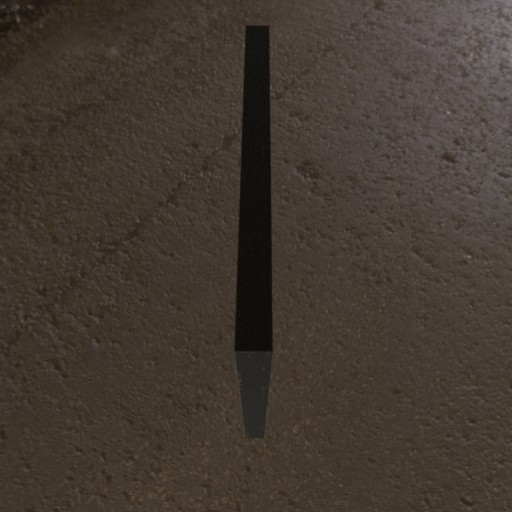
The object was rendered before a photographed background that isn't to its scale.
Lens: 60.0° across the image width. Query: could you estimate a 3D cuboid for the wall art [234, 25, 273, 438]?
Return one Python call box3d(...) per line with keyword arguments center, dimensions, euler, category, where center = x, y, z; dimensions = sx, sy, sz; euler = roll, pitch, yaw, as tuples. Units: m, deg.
box3d(center=(0.000, 0.000, 0.754), dimensions=(0.036, 0.506, 0.506), euler=(0, 59, 0), category="wall art")
